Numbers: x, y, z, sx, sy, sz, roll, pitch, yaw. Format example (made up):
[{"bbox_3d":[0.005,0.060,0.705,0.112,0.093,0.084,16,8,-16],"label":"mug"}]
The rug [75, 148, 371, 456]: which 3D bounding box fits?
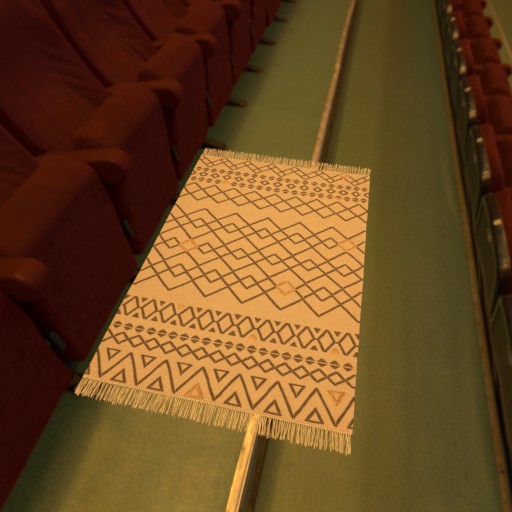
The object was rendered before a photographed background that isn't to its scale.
[{"bbox_3d":[0.000,0.000,2.550,1.224,0.028,2.023,9,47,9],"label":"rug"}]
